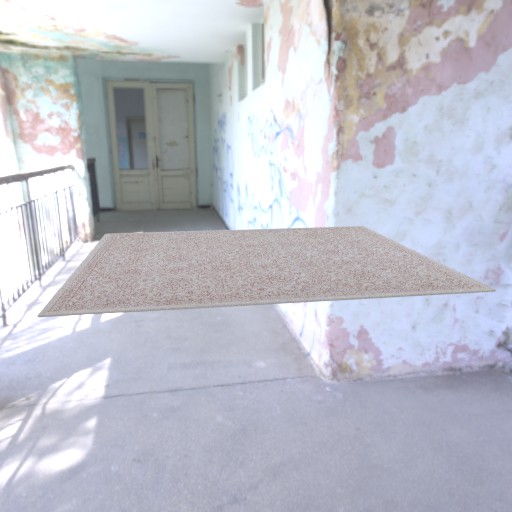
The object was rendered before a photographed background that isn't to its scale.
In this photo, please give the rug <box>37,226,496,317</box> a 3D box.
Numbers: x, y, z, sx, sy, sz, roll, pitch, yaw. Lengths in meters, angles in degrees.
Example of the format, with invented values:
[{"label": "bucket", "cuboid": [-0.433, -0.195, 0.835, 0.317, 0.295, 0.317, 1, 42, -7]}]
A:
[{"label": "rug", "cuboid": [0.000, 0.000, 4.056, 3.050, 0.015, 2.441, -2, 15, -9]}]
